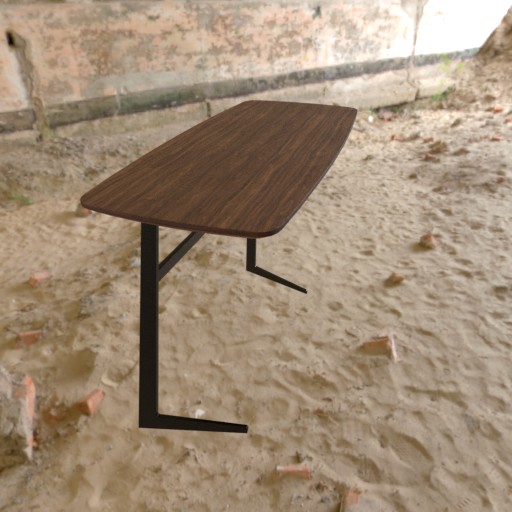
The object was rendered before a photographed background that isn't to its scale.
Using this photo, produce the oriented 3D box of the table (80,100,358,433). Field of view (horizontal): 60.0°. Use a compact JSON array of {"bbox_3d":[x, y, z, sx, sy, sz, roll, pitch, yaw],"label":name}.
[{"bbox_3d":[0.000,0.000,1.101,0.361,0.576,0.804,10,32,16],"label":"table"}]
